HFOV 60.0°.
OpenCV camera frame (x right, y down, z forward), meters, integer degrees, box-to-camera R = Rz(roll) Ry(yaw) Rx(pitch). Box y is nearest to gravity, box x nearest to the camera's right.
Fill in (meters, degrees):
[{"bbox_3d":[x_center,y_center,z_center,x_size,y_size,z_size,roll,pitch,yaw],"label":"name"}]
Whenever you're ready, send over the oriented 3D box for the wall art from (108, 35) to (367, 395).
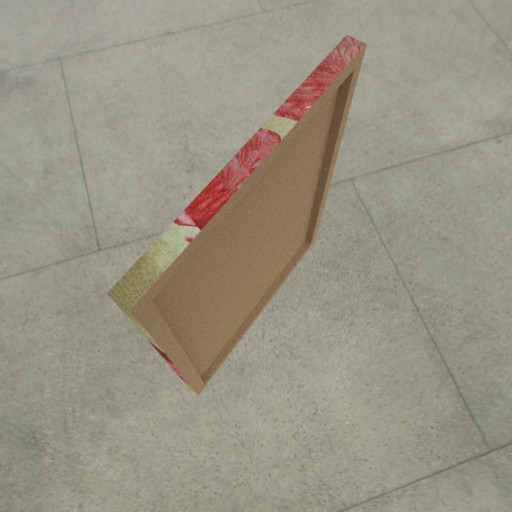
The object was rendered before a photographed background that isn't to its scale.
[{"bbox_3d":[0.000,0.000,0.685,0.028,0.508,0.406,33,69,15],"label":"wall art"}]
